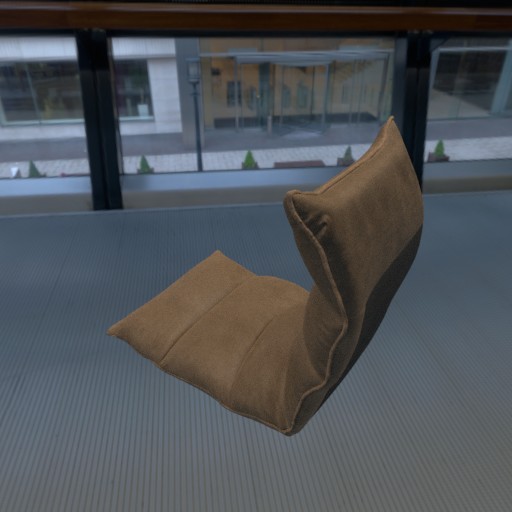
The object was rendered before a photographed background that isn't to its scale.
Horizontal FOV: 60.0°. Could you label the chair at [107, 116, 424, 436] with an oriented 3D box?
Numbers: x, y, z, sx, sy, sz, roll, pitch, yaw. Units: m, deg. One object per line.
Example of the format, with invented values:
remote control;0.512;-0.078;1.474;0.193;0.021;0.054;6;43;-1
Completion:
chair;0.000;0.000;1.534;0.985;0.892;0.714;20;37;30
